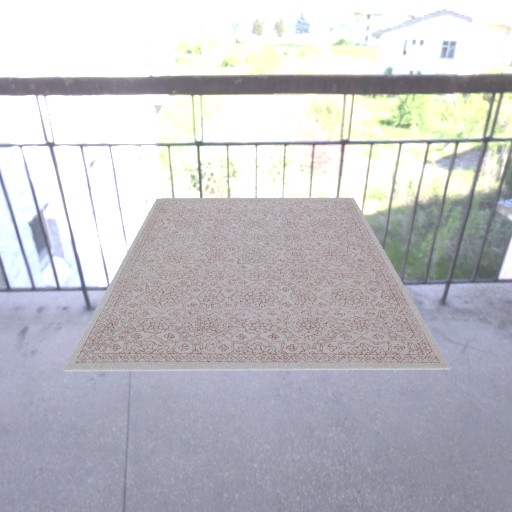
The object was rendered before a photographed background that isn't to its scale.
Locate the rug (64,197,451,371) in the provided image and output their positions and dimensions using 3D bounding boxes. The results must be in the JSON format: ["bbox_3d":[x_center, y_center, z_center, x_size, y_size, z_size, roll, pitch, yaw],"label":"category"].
[{"bbox_3d":[0.000,0.000,4.130,2.441,0.015,3.050,0,28,0],"label":"rug"}]
